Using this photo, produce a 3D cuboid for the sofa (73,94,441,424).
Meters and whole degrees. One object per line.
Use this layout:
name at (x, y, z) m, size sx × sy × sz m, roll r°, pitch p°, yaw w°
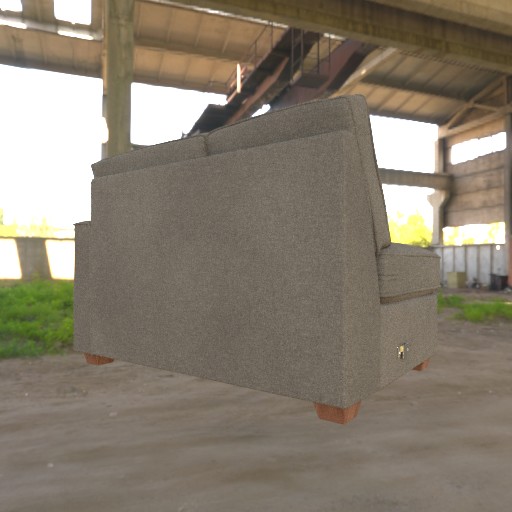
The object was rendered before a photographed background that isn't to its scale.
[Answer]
sofa at (0.000, 0.000, 2.003) m, size 1.388 × 0.989 × 0.991 m, roll -1°, pitch -1°, yaw 37°
